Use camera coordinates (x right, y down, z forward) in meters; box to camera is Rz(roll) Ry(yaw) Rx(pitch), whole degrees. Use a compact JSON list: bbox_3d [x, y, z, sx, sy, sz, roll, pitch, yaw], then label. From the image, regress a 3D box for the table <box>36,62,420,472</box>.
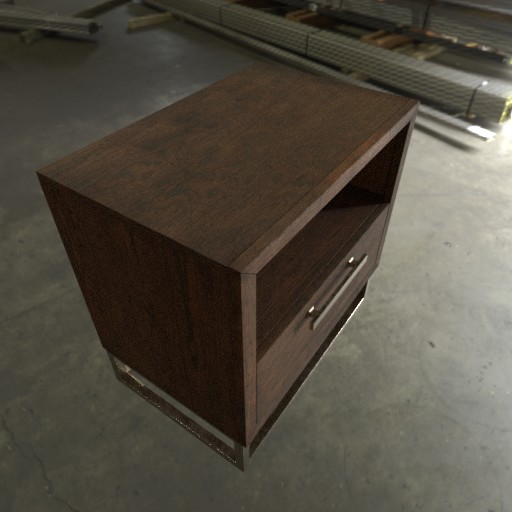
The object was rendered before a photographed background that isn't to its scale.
[{"bbox_3d":[0.000,0.000,1.244,0.542,0.746,0.767,25,48,25],"label":"table"}]
